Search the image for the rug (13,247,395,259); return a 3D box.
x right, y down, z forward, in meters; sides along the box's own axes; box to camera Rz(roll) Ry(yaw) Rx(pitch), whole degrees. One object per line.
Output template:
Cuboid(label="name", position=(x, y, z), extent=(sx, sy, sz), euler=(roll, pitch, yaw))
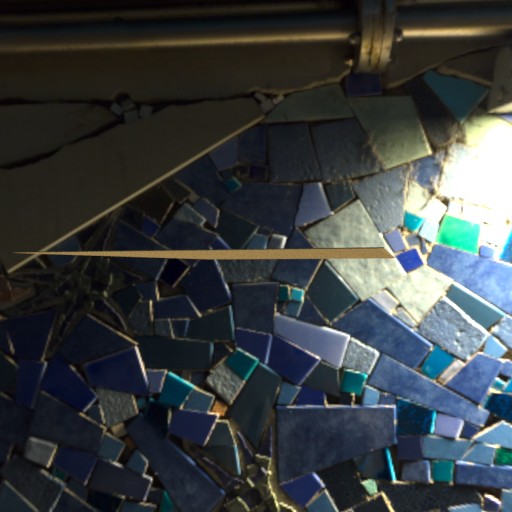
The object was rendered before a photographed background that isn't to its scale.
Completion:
Cuboid(label="rug", position=(0.000, 0.000, 4.156), extent=(2.438, 0.006, 3.197), euler=(0, -1, 18))
